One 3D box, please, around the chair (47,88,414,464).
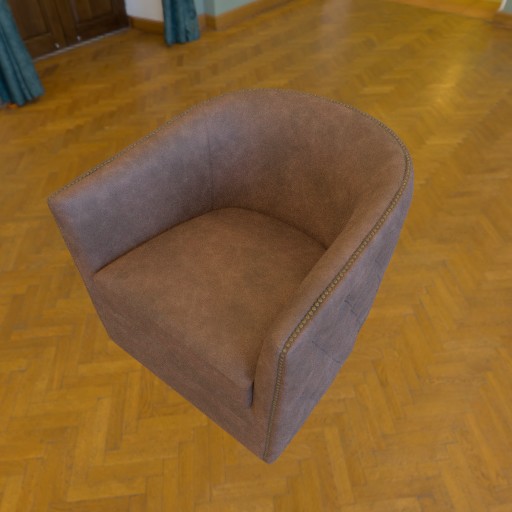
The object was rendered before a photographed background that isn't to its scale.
[{"bbox_3d":[0.000,0.000,1.503,0.850,0.790,0.870,29,52,26],"label":"chair"}]
